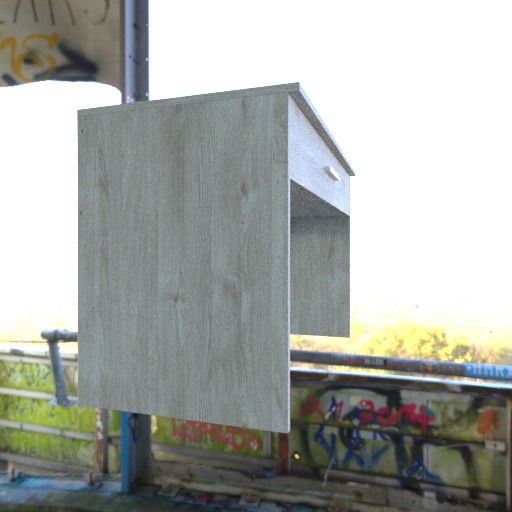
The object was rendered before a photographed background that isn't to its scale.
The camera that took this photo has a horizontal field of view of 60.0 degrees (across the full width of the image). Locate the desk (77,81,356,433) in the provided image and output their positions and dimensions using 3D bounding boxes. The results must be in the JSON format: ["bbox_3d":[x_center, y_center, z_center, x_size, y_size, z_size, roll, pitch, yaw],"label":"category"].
[{"bbox_3d":[0.000,0.000,1.525,0.560,0.730,1.100,0,1,19],"label":"desk"}]
